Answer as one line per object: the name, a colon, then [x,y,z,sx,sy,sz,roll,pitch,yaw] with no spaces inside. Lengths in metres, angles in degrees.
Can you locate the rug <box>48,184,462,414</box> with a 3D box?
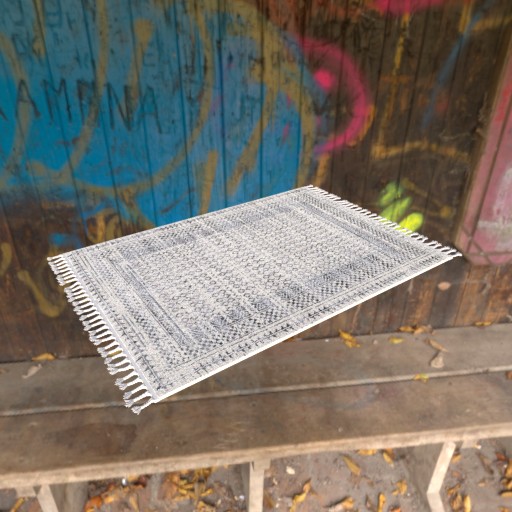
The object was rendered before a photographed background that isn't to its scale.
rug: [0.000,0.000,2.361,1.872,0.013,1.243,-19,36,-30]
